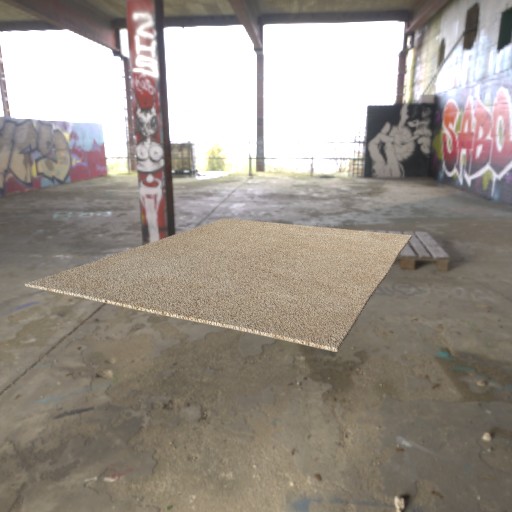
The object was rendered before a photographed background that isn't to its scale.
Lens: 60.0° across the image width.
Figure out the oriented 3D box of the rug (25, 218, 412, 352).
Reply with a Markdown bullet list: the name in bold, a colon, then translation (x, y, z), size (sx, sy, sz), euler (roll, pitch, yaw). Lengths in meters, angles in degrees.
- **rug**: translation (0.000, 0.000, 4.123), size (2.400, 0.025, 3.000), euler (7, 17, 25)
